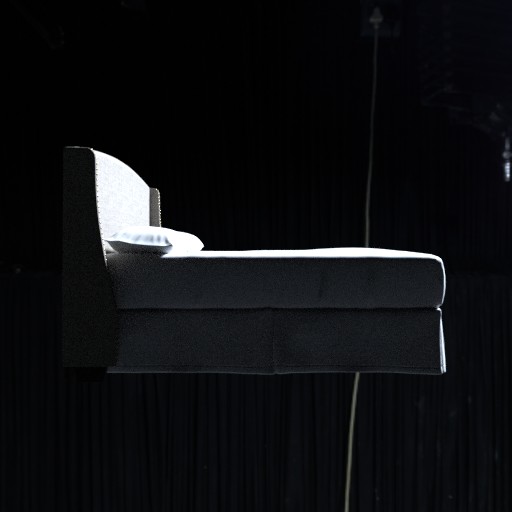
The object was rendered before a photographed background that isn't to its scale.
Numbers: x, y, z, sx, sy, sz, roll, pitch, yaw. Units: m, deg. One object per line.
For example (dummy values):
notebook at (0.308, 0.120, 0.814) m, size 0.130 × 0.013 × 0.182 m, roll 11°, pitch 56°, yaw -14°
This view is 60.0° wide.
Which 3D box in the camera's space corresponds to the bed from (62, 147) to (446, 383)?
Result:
bed at (0.000, 0.000, 3.339) m, size 2.237 × 1.407 × 1.710 m, roll 0°, pitch 1°, yaw 0°
